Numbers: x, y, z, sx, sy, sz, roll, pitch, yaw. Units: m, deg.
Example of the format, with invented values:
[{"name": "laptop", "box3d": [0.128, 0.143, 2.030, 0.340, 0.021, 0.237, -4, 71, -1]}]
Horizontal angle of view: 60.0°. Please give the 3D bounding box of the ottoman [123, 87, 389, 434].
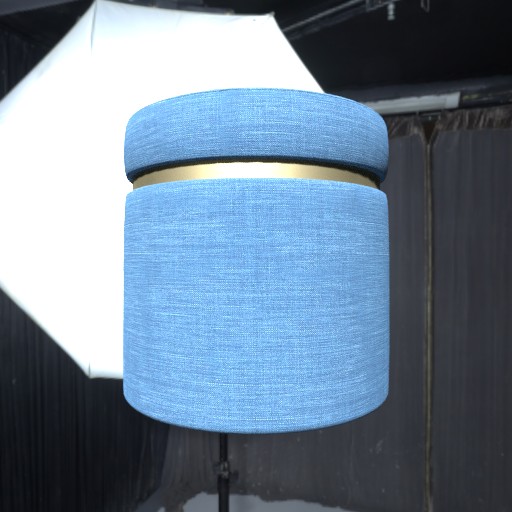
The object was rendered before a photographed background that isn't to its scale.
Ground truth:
[{"name": "ottoman", "box3d": [0.000, 0.000, 0.691, 0.398, 0.406, 0.398, 0, 0, 0]}]
